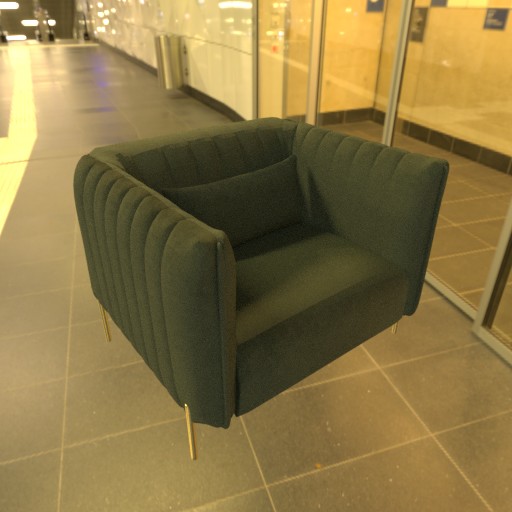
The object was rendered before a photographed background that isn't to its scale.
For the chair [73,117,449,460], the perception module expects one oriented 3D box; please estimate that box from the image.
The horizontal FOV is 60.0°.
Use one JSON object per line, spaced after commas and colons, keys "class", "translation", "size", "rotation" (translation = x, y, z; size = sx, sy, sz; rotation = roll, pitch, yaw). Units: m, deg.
{"class": "chair", "translation": [0.000, 0.000, 1.647], "size": [1.032, 0.794, 0.877], "rotation": [-21, 36, -32]}
